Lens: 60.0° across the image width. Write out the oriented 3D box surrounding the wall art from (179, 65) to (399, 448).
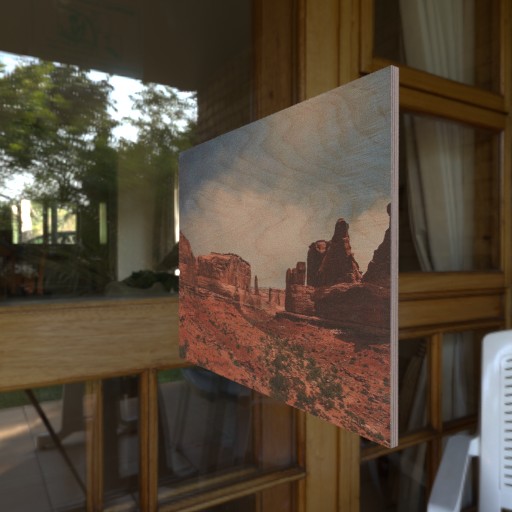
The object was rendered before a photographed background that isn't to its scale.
[{"bbox_3d":[0.000,0.000,0.679,0.013,0.406,0.508,0,1,-36],"label":"wall art"}]
